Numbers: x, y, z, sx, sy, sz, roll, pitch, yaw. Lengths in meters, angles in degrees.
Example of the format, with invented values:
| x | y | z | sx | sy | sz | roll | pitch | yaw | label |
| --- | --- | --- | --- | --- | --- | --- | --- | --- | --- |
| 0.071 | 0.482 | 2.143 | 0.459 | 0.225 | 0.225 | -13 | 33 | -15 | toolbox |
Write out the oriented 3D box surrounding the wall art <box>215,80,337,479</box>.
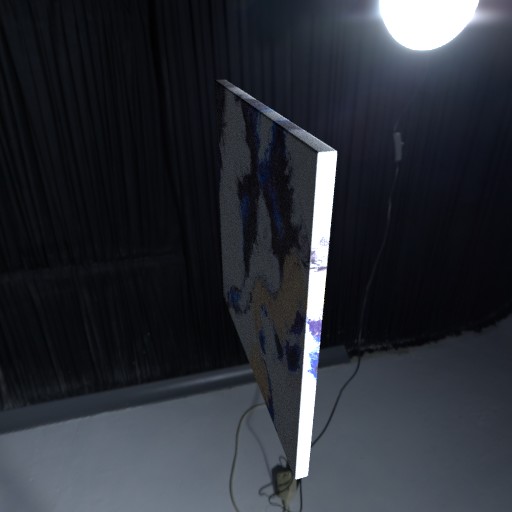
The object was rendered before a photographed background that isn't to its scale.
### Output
| x | y | z | sx | sy | sz | roll | pitch | yaw | label |
| --- | --- | --- | --- | --- | --- | --- | --- | --- | --- |
| 0.000 | 0.000 | 1.341 | 0.038 | 0.885 | 0.887 | -8 | 30 | -14 | wall art |
